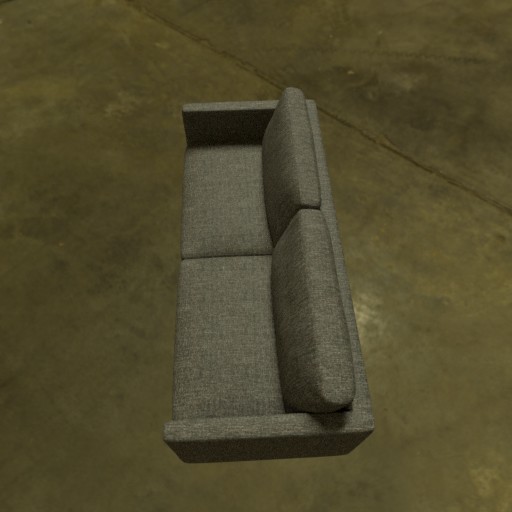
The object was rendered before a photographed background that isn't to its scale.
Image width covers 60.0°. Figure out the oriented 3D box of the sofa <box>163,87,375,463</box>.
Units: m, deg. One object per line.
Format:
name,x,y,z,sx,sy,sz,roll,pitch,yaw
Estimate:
sofa,0.000,0.000,2.705,0.948,0.960,2.208,-2,58,-2
